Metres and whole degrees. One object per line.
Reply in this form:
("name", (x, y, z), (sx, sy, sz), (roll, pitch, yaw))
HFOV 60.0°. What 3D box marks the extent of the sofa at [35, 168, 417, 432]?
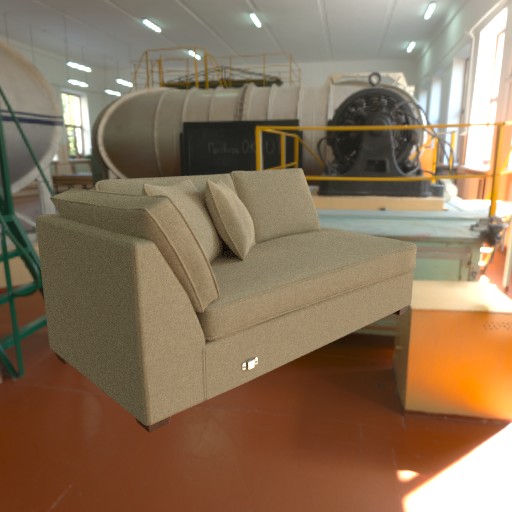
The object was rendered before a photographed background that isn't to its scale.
("sofa", (0.000, 0.000, 2.796), (2.237, 1.033, 1.110), (-12, 18, -42))
